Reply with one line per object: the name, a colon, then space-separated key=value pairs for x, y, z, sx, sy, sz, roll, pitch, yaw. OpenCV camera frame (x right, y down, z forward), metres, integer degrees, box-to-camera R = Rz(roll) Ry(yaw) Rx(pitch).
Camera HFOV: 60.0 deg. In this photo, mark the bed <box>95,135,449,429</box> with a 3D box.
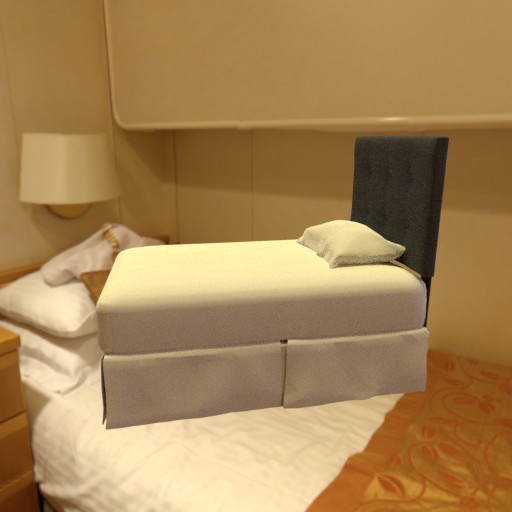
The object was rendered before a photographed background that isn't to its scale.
bed: x=0.000 y=0.000 z=2.999 sx=1.997 sy=1.571 sz=1.261 roll=-3 pitch=15 yaw=-10
